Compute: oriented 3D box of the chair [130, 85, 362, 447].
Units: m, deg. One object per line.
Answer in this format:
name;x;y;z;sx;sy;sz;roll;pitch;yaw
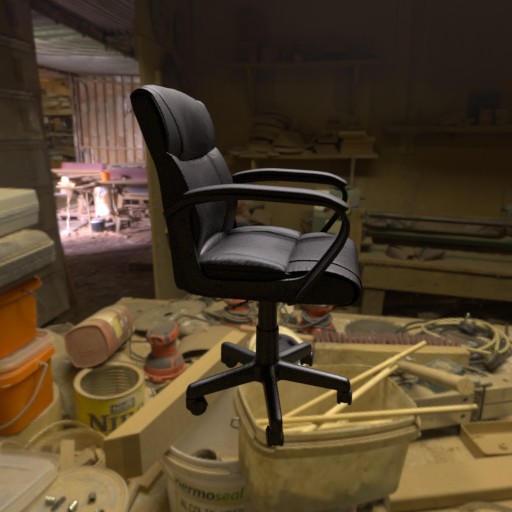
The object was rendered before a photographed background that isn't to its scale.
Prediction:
chair;0.000;0.000;1.383;0.641;0.998;0.576;3;16;10
